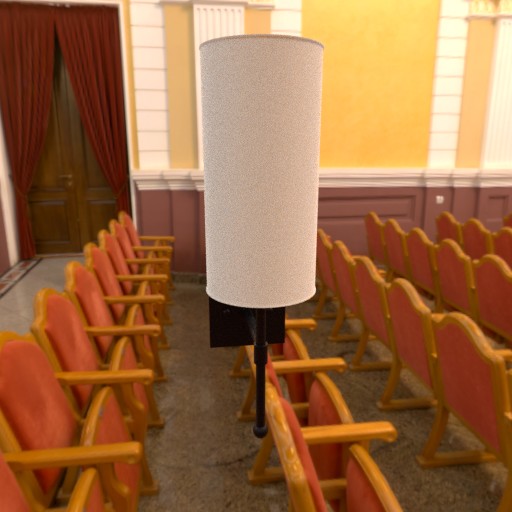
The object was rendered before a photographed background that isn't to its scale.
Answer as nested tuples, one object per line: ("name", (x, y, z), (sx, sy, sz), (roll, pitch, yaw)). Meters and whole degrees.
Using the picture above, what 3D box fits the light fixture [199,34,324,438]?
("light fixture", (0.000, 0.000, 0.552), (0.128, 0.462, 0.208), (-2, 15, -8))
